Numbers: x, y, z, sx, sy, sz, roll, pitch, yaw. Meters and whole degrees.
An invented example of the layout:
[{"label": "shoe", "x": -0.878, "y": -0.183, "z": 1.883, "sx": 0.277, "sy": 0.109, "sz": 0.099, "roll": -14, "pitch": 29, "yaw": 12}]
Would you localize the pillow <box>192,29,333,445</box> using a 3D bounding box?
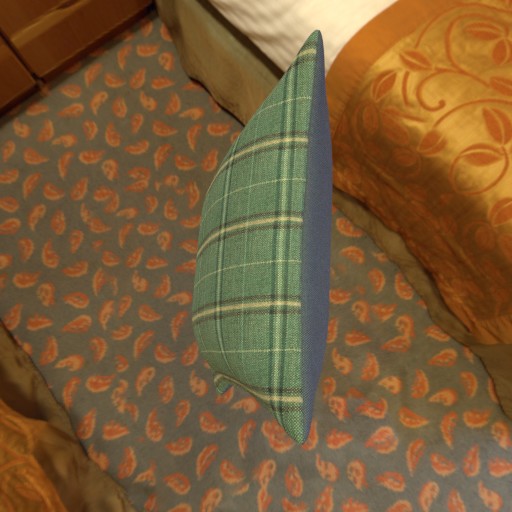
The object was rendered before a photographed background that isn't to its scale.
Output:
[{"label": "pillow", "x": 0.000, "y": 0.000, "z": 0.671, "sx": 0.200, "sy": 0.430, "sz": 0.453, "roll": 4, "pitch": 77, "yaw": 1}]
